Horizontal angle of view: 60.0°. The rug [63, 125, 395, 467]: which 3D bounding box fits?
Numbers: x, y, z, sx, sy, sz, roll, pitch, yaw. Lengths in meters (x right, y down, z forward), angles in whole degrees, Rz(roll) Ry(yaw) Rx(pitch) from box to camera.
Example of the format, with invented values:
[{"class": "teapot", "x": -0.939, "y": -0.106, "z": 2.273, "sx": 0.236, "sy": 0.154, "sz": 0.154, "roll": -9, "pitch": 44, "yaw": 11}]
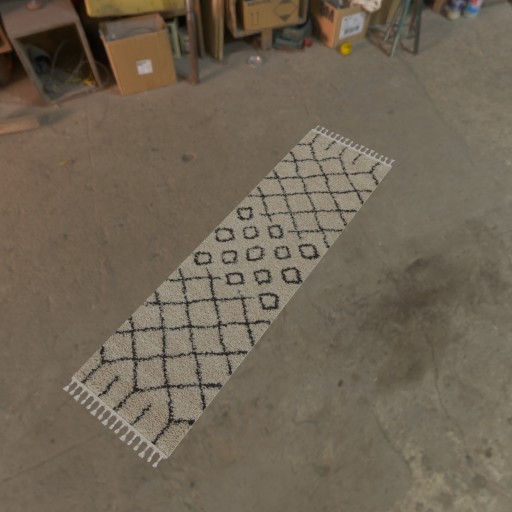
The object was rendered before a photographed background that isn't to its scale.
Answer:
[{"class": "rug", "x": 0.000, "y": 0.000, "z": 2.696, "sx": 0.660, "sy": 0.005, "sz": 2.464, "roll": 31, "pitch": 62, "yaw": 19}]
